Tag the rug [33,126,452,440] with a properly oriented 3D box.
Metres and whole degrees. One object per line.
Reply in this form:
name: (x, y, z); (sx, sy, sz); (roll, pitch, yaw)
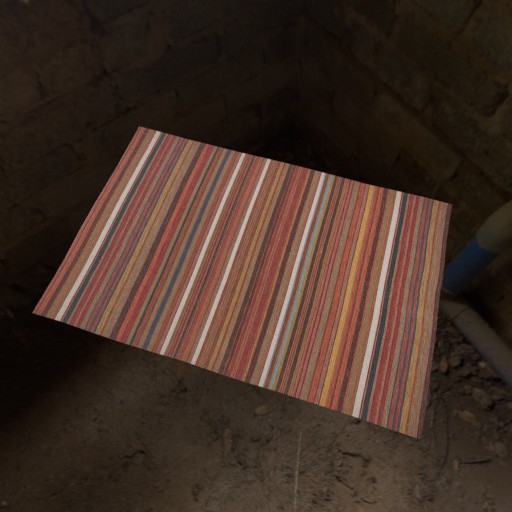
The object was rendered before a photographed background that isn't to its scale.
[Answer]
rug: (0.000, 0.000, 2.226); (1.828, 0.007, 1.217); (16, 64, 8)
